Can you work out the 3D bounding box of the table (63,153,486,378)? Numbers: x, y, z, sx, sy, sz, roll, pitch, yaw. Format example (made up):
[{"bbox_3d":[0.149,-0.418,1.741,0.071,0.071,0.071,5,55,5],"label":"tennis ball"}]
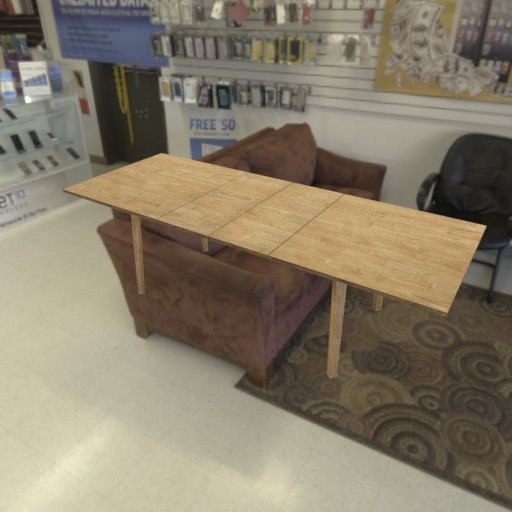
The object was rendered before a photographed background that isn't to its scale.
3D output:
[{"bbox_3d":[0.000,0.000,3.062,2.603,0.752,1.000,18,35,28],"label":"table"}]
